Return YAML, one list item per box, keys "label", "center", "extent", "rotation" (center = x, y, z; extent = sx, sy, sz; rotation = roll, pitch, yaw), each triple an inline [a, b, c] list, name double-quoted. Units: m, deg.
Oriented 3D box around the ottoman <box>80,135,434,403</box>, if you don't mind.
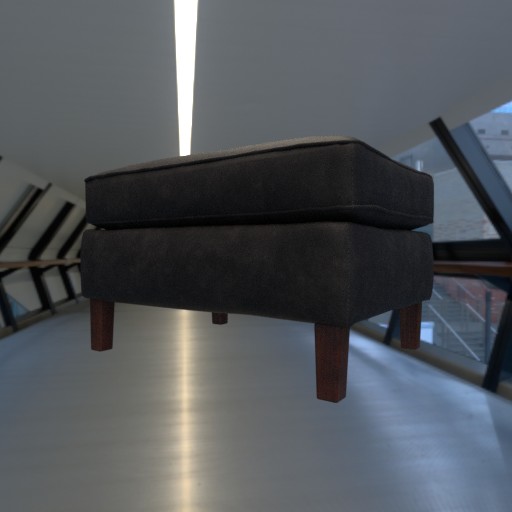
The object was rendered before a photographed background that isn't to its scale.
- label: "ottoman"
  center: [0.000, 0.000, 0.985]
  extent: [0.665, 0.413, 0.501]
  rotation: [1, 1, 35]
